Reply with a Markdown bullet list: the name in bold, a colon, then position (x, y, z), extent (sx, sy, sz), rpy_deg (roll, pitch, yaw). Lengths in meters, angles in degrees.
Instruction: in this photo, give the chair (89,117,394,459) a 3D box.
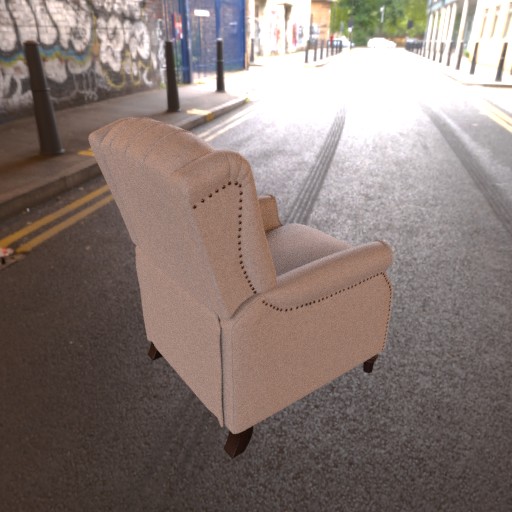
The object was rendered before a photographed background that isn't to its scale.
- **chair**: position (0.000, 0.000, 1.649), extent (0.902, 1.035, 0.742), rpy_deg (-18, 32, -32)
